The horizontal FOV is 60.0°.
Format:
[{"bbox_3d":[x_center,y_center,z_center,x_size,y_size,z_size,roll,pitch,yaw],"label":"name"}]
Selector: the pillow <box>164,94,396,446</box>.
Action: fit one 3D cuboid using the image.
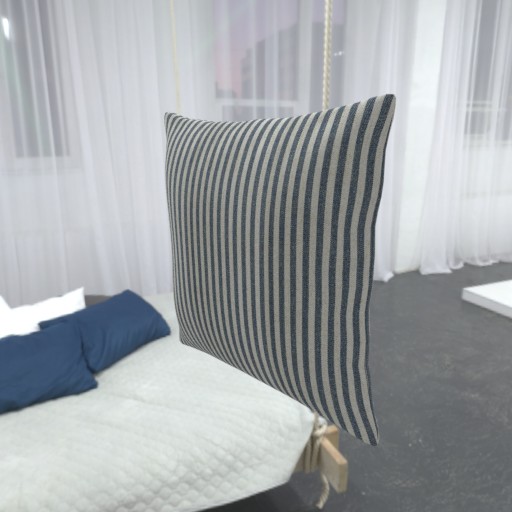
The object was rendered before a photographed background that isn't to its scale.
[{"bbox_3d":[0.000,0.000,0.788,0.166,0.510,0.523,-13,19,-42],"label":"pillow"}]
